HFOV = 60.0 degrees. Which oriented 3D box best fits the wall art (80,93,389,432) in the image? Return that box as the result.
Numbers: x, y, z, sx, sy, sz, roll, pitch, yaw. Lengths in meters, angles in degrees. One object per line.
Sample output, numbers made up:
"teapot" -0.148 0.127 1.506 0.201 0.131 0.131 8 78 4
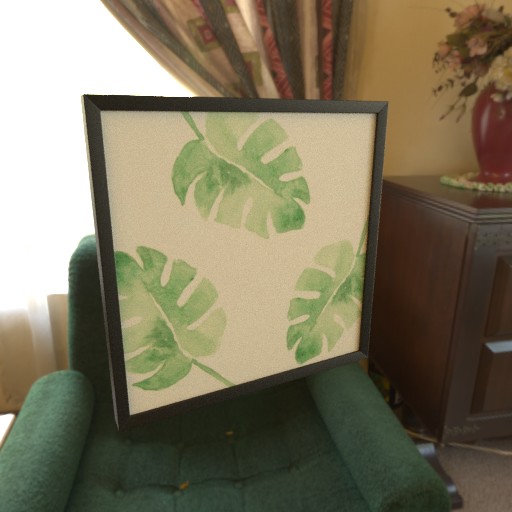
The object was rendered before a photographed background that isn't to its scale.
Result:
"wall art" 0.000 0.000 0.758 0.508 0.508 0.036 -8 19 -26
